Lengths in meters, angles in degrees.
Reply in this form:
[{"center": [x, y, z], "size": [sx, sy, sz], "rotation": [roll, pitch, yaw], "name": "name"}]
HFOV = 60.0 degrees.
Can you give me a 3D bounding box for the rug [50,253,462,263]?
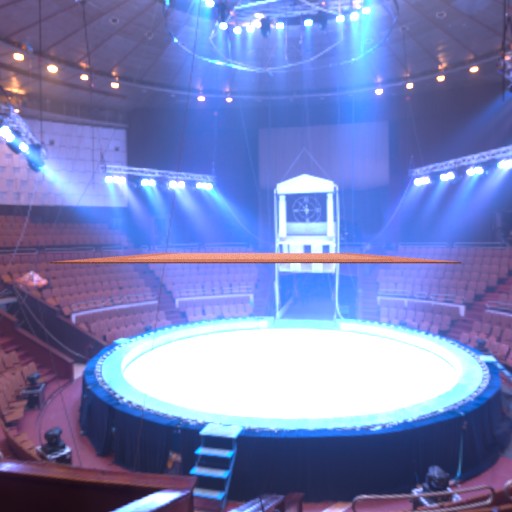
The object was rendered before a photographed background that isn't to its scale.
[{"center": [0.000, 0.000, 4.147], "size": [2.438, 0.014, 3.048], "rotation": [0, 1, 0], "name": "rug"}]
